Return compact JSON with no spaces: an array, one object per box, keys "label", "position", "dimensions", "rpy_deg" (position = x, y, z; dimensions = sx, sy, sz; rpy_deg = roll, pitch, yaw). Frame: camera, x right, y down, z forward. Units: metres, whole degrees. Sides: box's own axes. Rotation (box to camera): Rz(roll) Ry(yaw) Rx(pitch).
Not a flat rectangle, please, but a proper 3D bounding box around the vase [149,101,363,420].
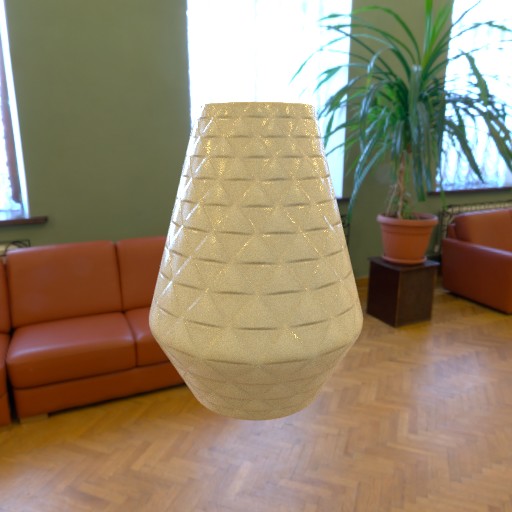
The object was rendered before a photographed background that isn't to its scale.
[{"label":"vase","position":[0.000,0.000,0.359],"dimensions":[0.175,0.230,0.175],"rpy_deg":[0,14,0]}]
